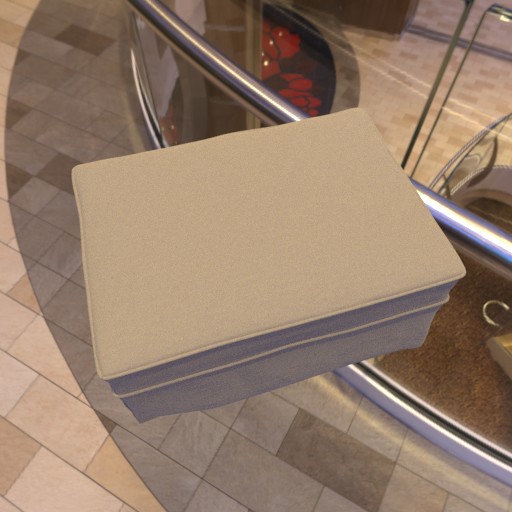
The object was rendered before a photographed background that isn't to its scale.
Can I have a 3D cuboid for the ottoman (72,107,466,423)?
[{"bbox_3d":[0.000,0.000,1.330,0.944,0.479,0.703,-14,59,-9],"label":"ottoman"}]
